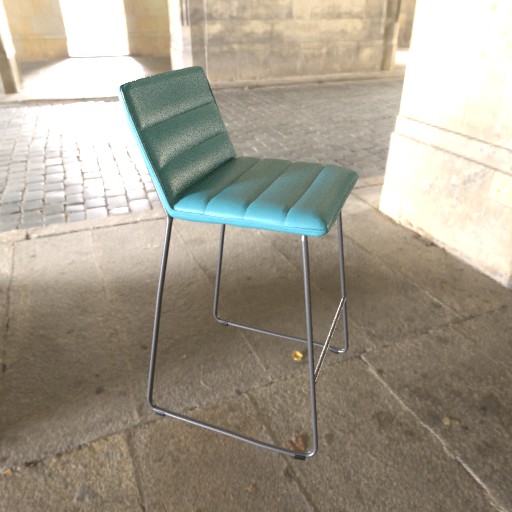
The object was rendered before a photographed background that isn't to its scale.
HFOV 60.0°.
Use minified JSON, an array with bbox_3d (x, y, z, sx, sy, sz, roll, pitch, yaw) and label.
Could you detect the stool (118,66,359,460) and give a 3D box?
[{"bbox_3d":[0.000,0.000,1.238,0.524,0.936,0.489,11,31,18],"label":"stool"}]
